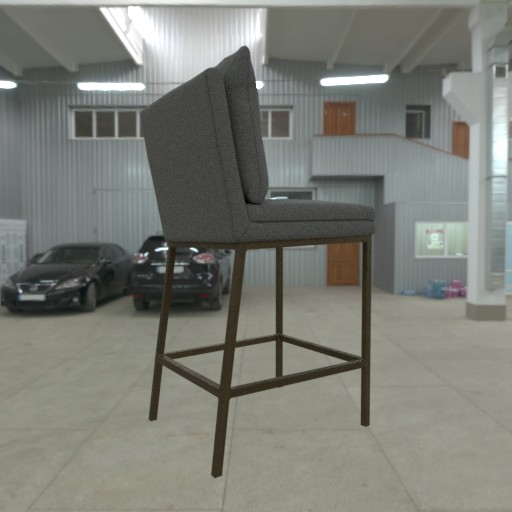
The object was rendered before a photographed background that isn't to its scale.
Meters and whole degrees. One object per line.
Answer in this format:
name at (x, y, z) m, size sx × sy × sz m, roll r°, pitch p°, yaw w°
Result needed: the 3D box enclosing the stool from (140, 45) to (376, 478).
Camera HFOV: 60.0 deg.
stool at (0.000, 0.000, 1.355) m, size 0.569 × 1.030 × 0.463 m, roll -2°, pitch 3°, yaw -35°
